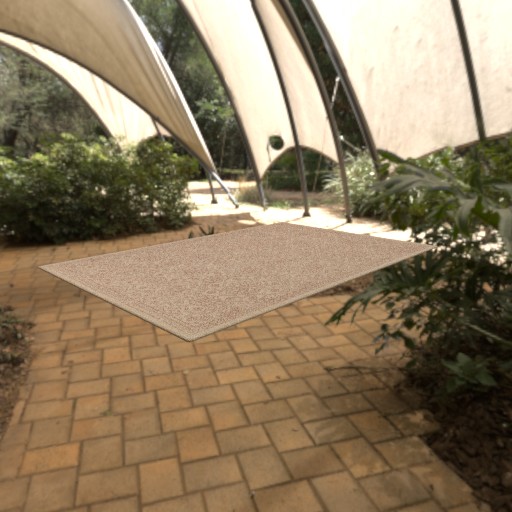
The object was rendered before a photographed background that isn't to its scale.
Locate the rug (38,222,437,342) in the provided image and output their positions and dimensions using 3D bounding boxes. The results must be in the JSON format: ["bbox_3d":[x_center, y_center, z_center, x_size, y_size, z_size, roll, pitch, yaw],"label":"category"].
[{"bbox_3d":[0.000,0.000,2.398,1.219,0.010,1.829,13,19,43],"label":"rug"}]
